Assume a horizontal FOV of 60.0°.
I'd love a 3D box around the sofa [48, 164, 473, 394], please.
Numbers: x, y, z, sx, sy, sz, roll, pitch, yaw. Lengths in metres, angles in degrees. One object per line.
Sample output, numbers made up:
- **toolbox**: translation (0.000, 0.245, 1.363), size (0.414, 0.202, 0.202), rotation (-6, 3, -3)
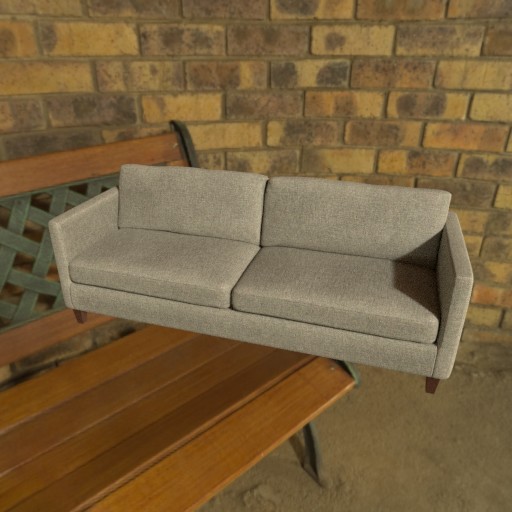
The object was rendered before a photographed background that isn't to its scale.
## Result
- **sofa**: translation (0.000, 0.000, 2.885), size (2.434, 0.951, 0.948), rotation (8, 27, 15)
